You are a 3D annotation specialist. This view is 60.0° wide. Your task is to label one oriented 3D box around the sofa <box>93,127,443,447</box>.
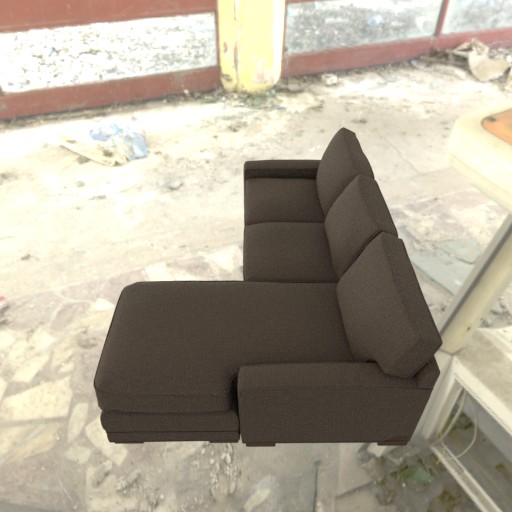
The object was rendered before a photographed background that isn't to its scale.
[{"bbox_3d":[0.000,0.000,3.197,1.790,0.973,2.370,0,41,0],"label":"sofa"}]
